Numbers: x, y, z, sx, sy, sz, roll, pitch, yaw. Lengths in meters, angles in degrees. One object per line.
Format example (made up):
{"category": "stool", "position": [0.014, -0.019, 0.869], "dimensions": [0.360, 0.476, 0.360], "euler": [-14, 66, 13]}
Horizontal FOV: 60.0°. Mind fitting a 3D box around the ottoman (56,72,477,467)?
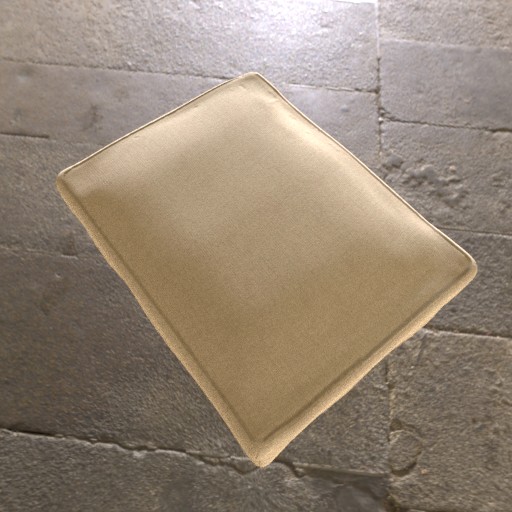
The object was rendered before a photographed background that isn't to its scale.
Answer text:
{"category": "ottoman", "position": [0.000, 0.000, 1.206], "dimensions": [0.650, 0.485, 0.833], "euler": [-35, 68, -17]}
